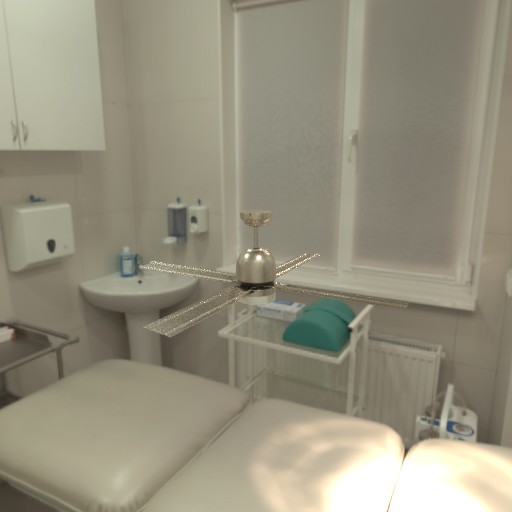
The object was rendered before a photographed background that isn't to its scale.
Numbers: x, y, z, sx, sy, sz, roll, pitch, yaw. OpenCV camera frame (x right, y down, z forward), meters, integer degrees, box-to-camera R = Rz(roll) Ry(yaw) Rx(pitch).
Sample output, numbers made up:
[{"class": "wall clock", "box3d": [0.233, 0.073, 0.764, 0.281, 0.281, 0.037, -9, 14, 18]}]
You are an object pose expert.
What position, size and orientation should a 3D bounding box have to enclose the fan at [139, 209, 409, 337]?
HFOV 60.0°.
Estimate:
[{"class": "fan", "box3d": [0.000, 0.000, 2.018, 1.346, 0.406, 1.346, 7, 15, 27]}]
